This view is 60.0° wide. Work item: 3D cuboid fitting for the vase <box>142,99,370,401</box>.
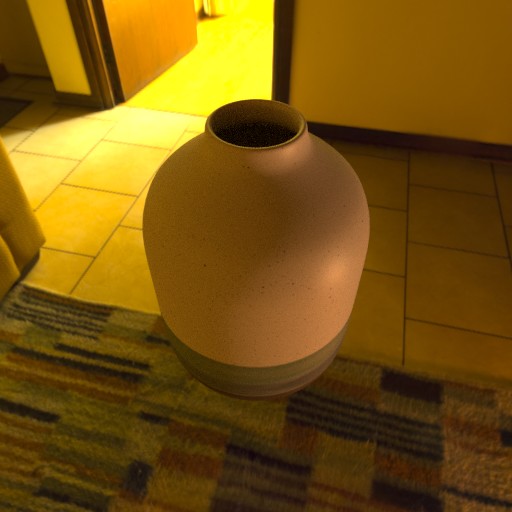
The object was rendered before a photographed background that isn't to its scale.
[{"bbox_3d":[0.000,0.000,0.362,0.169,0.240,0.169,0,46,0],"label":"vase"}]
